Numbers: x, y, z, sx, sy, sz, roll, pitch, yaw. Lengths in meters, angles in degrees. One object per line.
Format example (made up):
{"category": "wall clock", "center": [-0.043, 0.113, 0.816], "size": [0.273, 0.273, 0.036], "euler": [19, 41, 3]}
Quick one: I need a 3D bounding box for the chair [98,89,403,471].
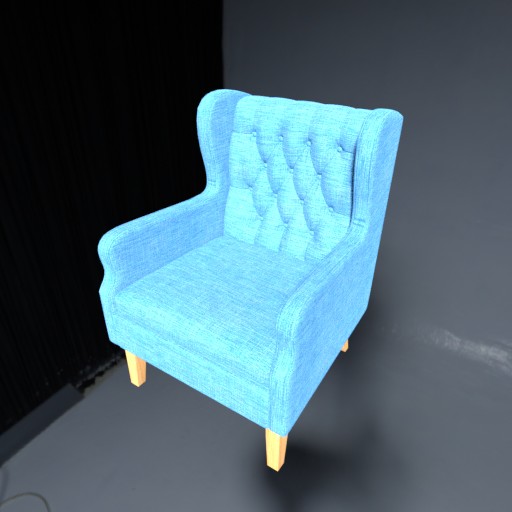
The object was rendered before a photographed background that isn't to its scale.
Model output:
{"category": "chair", "center": [0.000, 0.000, 1.503], "size": [0.711, 0.952, 0.775], "euler": [19, 35, 29]}
